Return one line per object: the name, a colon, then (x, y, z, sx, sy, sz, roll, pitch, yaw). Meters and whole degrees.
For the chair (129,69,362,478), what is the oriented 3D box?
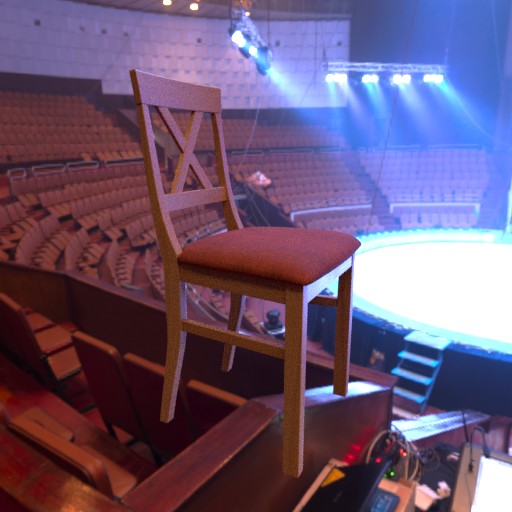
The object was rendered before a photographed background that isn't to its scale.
chair: (0.000, 0.000, 1.186, 0.492, 0.912, 0.439, 7, 15, 26)
